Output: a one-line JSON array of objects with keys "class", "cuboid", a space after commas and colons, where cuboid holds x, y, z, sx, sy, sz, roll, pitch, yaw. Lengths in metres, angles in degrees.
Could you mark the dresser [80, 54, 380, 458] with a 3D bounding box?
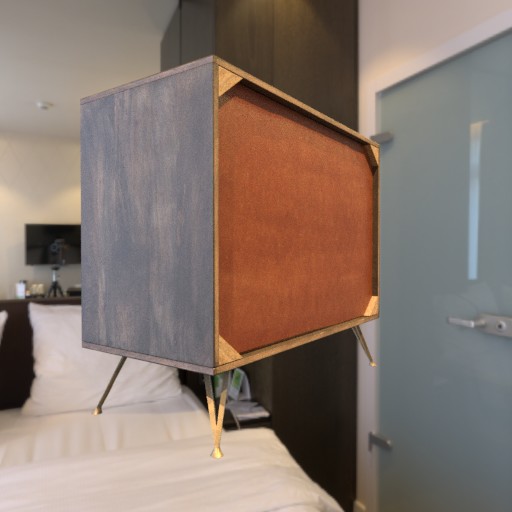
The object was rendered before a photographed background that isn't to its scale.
[{"class": "dresser", "cuboid": [0.000, 0.000, 1.377, 0.453, 0.801, 0.923, 1, 1, 36]}]
